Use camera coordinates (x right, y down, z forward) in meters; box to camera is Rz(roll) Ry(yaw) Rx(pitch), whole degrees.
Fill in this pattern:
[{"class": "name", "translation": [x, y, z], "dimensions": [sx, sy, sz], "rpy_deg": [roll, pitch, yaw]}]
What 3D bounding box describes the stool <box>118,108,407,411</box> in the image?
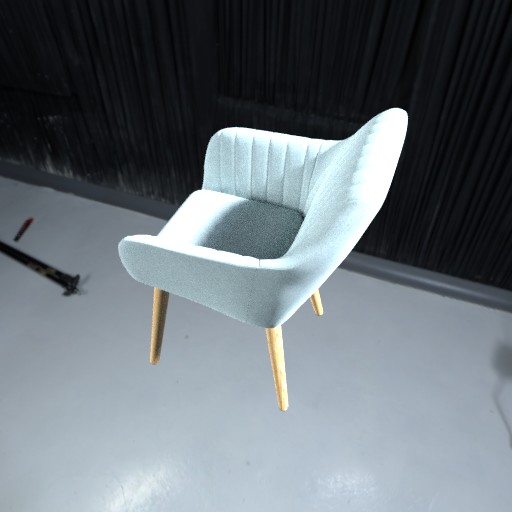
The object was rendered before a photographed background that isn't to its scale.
[{"class": "stool", "translation": [0.000, 0.000, 1.202], "dimensions": [0.590, 0.830, 0.503], "rpy_deg": [16, 48, 15]}]
